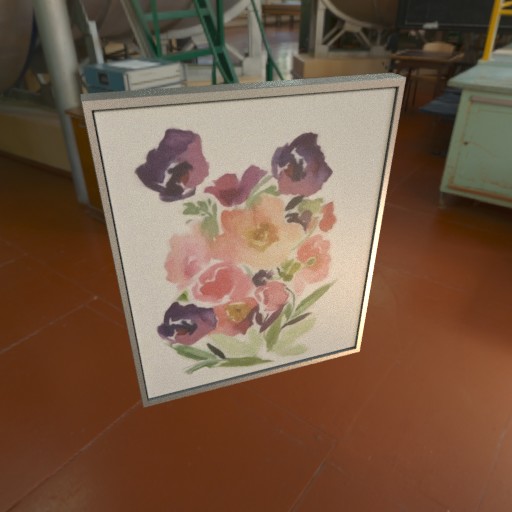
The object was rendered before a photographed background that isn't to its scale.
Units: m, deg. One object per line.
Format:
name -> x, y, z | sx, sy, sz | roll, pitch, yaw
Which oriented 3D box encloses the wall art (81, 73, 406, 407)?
wall art -> 0.000, 0.000, 0.749 | 0.452, 0.549, 0.038 | -10, 34, -16
